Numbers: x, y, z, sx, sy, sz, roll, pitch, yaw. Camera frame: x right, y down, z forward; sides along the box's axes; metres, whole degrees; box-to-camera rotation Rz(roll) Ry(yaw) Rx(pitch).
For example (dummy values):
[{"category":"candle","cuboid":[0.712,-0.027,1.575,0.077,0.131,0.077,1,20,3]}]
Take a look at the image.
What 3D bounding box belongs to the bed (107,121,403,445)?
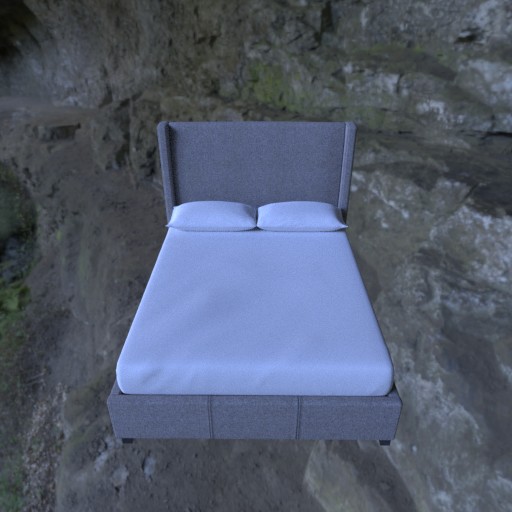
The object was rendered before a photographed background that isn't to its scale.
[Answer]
[{"category":"bed","cuboid":[0.000,0.000,3.341,1.714,1.476,2.245,0,31,0]}]
